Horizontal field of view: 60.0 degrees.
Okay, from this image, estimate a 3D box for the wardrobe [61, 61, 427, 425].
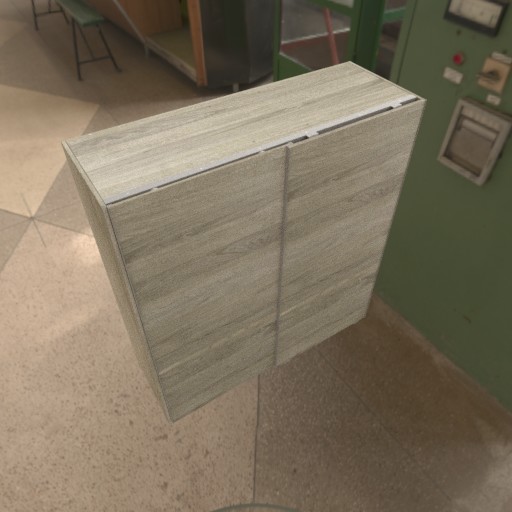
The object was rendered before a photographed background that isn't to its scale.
[{"bbox_3d":[0.000,0.000,2.924,1.780,1.960,0.629,-24,50,-22],"label":"wardrobe"}]
